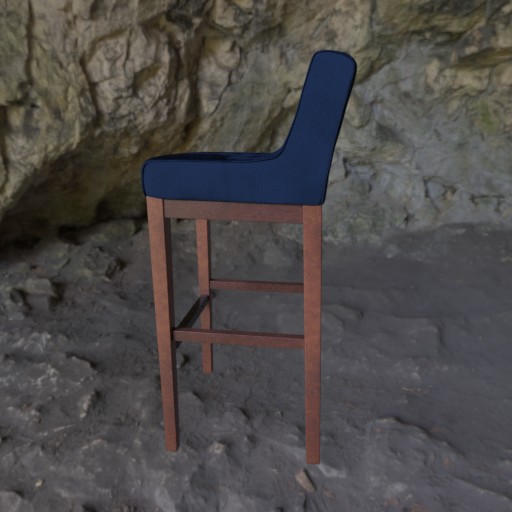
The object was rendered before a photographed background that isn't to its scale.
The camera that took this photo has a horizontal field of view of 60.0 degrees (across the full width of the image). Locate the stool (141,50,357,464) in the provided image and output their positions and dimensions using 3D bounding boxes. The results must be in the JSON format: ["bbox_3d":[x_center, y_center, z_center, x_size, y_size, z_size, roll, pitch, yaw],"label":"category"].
[{"bbox_3d":[0.000,0.000,1.310,0.500,1.037,0.511,2,15,7],"label":"stool"}]
